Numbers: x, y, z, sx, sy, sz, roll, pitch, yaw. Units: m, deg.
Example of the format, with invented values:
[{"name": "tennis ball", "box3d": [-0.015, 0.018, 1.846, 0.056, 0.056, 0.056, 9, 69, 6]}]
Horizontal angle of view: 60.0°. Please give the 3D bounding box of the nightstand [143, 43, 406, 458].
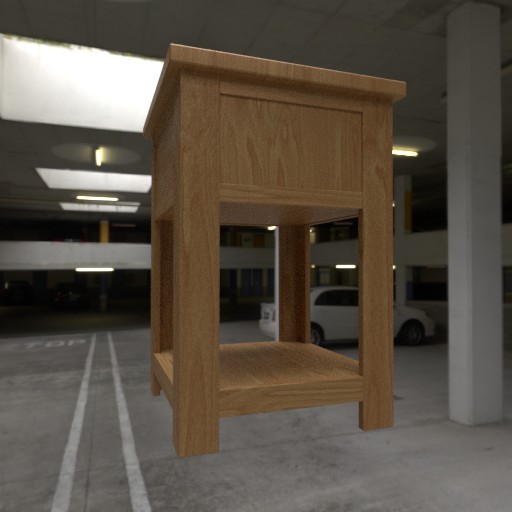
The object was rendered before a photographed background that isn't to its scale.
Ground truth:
[{"name": "nightstand", "box3d": [0.000, 0.000, 0.913, 0.418, 0.614, 0.428, 0, -1, -19]}]
